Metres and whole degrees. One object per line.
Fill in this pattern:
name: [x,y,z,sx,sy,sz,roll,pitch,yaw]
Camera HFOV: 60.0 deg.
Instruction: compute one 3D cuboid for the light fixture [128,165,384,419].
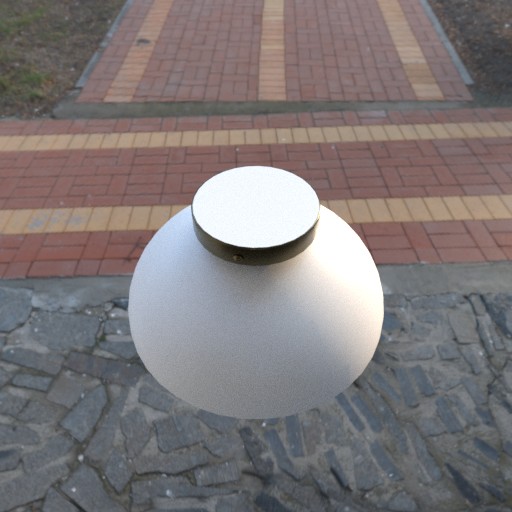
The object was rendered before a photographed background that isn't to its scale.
light fixture: [0.000,0.000,0.572,0.355,0.177,0.355,0,46,0]
